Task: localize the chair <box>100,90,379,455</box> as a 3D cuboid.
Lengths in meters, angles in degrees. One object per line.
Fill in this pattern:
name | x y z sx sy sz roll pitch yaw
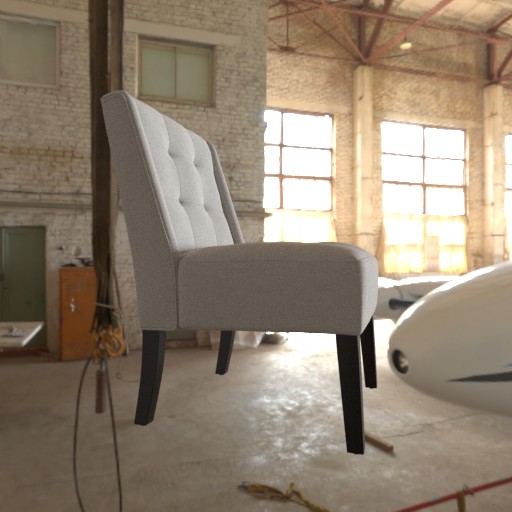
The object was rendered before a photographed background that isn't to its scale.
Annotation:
chair | 0.000 0.000 1.291 0.676 0.853 0.569 0 0 18
